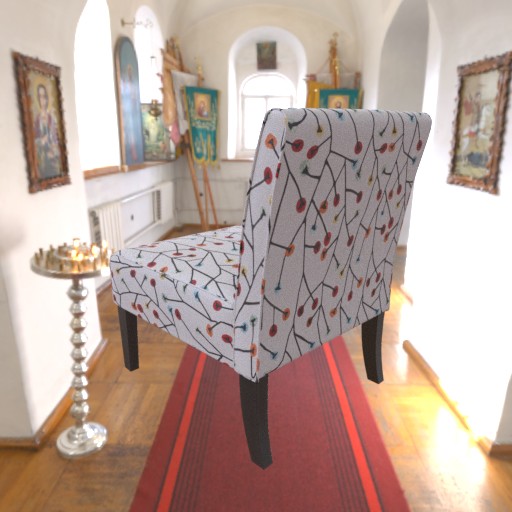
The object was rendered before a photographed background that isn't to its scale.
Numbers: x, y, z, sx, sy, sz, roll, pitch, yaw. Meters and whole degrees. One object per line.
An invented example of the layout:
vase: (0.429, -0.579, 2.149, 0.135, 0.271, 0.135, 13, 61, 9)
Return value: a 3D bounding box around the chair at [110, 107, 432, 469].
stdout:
chair: (0.000, 0.000, 1.316, 0.597, 0.813, 0.732, -16, 23, -42)
